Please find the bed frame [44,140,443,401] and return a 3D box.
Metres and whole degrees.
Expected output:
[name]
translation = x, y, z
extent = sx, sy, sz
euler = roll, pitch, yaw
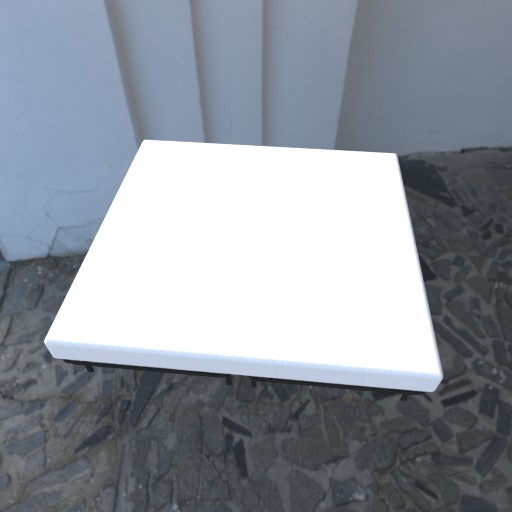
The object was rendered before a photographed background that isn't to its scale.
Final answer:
[bed frame]
translation = 0.000, 0.000, 3.061
extent = 2.033, 0.525, 1.935
euler = 4, 47, 4
